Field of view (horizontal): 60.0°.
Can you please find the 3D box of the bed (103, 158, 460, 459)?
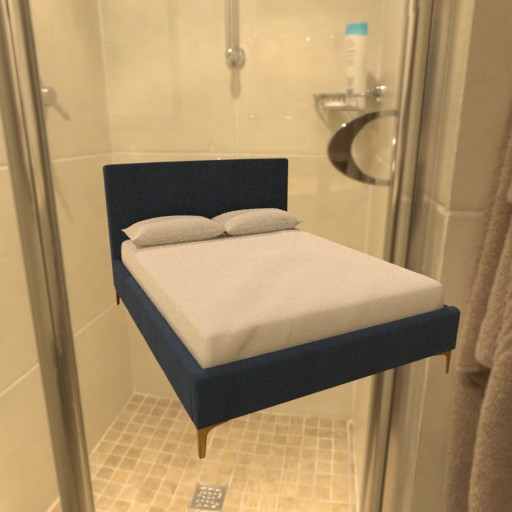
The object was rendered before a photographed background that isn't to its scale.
[{"bbox_3d":[0.000,0.000,3.207,1.723,1.231,2.172,-8,18,-26],"label":"bed"}]
